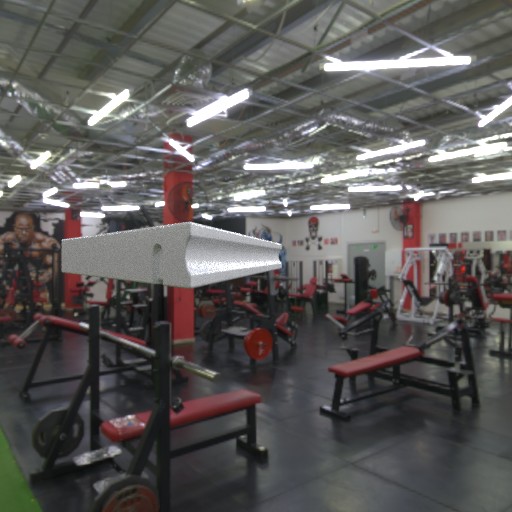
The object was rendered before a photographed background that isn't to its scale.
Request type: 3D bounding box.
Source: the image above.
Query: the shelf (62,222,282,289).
[{"bbox_3d":[0.000,0.000,0.433,0.296,0.035,0.296,0,0,-35],"label":"shelf"}]
